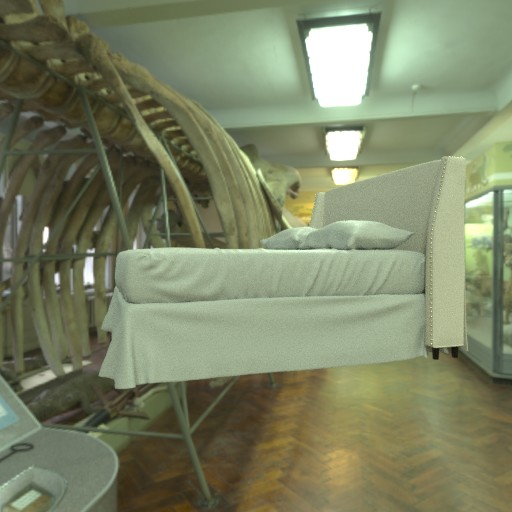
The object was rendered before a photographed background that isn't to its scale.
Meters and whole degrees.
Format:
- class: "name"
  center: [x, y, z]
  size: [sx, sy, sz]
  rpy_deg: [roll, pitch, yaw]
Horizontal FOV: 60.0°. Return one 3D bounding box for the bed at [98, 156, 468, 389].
- class: "bed"
  center: [0.000, 0.000, 3.417]
  size: [2.276, 1.332, 1.925]
  rpy_deg: [0, 0, -19]
